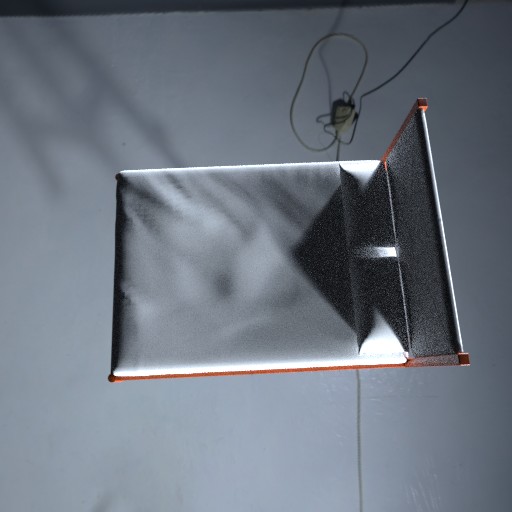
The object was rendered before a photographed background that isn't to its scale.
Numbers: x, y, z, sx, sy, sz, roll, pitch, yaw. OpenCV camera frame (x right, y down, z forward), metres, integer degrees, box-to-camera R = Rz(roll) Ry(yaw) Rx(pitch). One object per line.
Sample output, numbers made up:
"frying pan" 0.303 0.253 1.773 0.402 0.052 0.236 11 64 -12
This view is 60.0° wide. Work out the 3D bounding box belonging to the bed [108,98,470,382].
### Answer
"bed" 0.000 0.000 3.003 2.117 1.165 1.566 -3 75 -1
